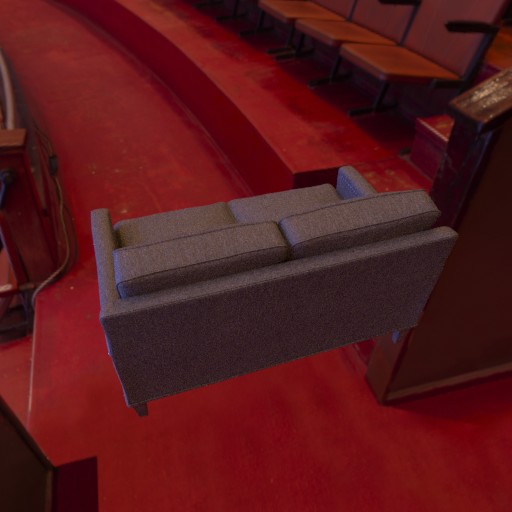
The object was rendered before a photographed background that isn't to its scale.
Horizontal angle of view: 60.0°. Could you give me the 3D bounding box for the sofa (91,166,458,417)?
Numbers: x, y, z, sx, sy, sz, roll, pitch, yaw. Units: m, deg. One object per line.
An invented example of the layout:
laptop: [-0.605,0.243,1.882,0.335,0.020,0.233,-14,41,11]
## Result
sofa: [0.000,0.000,2.335,1.597,1.003,1.084,-12,43,-14]
